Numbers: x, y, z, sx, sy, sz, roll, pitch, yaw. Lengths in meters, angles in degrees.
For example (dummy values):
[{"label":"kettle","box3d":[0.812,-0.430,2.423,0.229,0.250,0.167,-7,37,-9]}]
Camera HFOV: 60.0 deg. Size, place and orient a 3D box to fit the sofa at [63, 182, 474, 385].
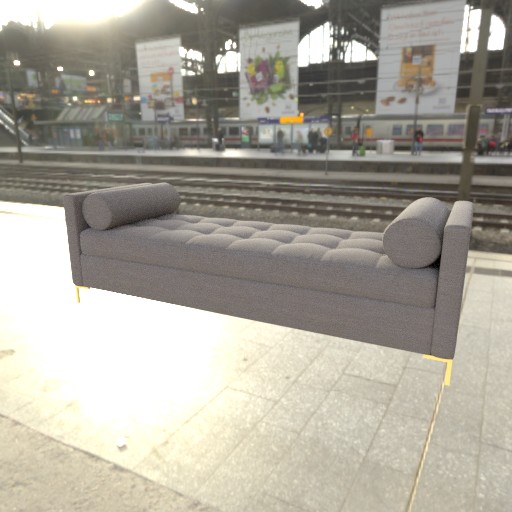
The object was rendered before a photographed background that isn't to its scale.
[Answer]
[{"label":"sofa","box3d":[0.000,0.000,2.314,1.981,0.635,0.686,7,17,25]}]
